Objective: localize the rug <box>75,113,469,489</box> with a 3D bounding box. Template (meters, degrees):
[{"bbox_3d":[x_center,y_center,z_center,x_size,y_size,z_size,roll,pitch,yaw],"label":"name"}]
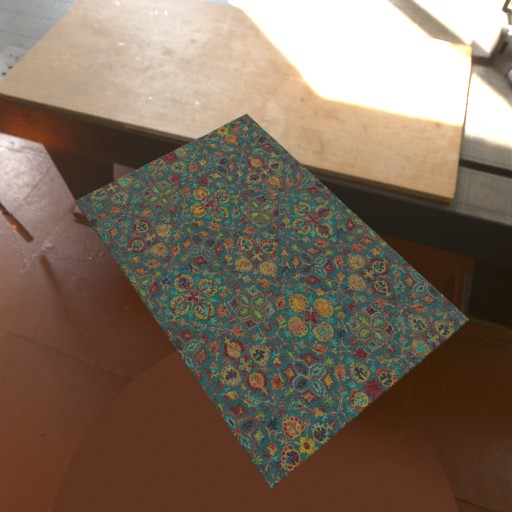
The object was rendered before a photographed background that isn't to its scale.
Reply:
[{"bbox_3d":[0.000,0.000,2.934,1.527,0.016,2.290,-33,64,-18],"label":"rug"}]
